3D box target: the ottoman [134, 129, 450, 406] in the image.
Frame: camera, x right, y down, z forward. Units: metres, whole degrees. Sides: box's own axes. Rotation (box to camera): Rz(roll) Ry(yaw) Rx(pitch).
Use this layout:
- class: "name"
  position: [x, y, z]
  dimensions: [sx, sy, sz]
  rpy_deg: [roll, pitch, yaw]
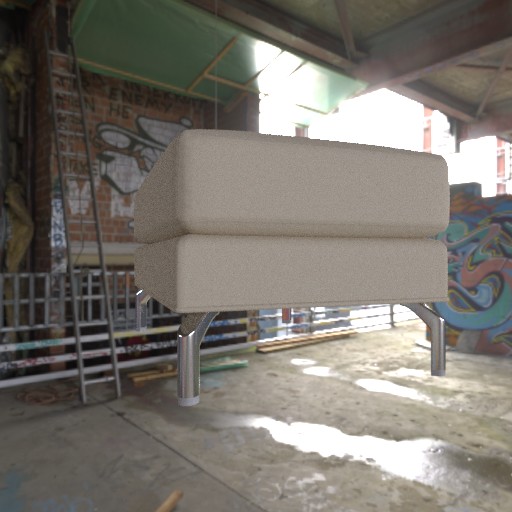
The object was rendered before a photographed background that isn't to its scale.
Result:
- class: "ottoman"
  position: [0.000, 0.000, 1.201]
  dimensions: [0.581, 0.497, 0.835]
  rpy_deg: [0, 0, -20]
